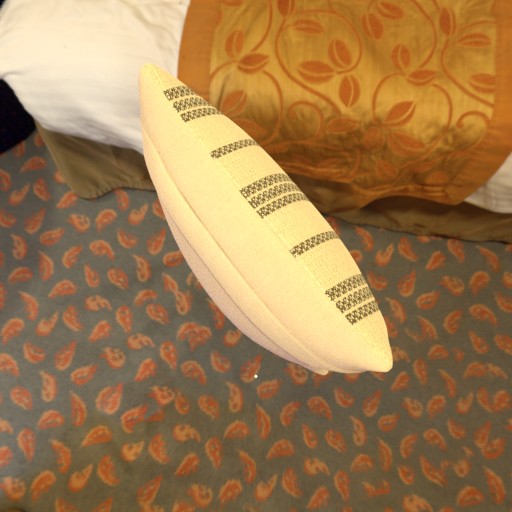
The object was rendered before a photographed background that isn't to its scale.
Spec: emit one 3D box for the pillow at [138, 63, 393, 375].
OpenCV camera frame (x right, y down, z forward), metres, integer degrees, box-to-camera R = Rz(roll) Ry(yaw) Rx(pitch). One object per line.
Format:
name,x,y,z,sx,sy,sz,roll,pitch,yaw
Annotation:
pillow,0.000,0.000,0.629,0.173,0.406,0.405,-36,78,-9
